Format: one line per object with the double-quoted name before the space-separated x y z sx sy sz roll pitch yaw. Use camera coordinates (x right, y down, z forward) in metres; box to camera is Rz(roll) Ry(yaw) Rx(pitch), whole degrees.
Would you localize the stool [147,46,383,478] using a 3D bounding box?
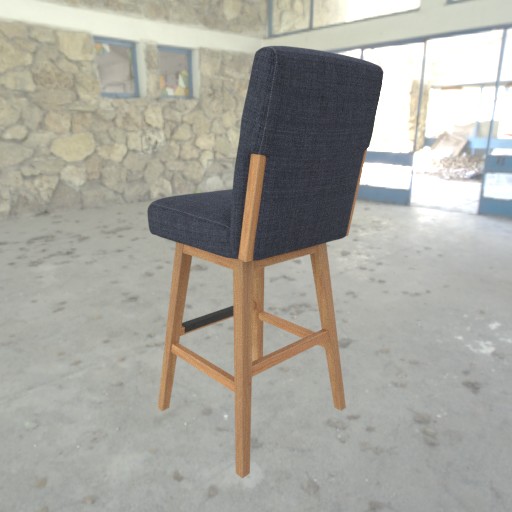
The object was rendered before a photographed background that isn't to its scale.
"stool" 0.000 0.000 1.381 0.483 1.112 0.570 -14 21 -41
